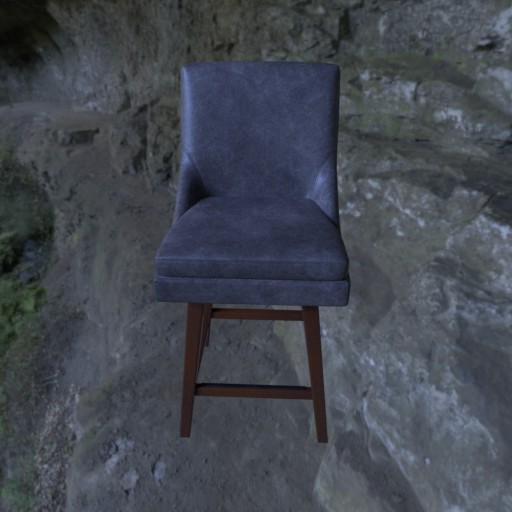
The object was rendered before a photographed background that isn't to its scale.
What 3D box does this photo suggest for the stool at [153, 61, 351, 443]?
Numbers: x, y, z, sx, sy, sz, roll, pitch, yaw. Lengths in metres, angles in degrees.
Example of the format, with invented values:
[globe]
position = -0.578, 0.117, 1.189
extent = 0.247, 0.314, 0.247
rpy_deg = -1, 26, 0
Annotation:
[stool]
position = 0.000, 0.000, 1.363
extent = 0.492, 1.046, 0.587
rpy_deg = 1, 30, 2
